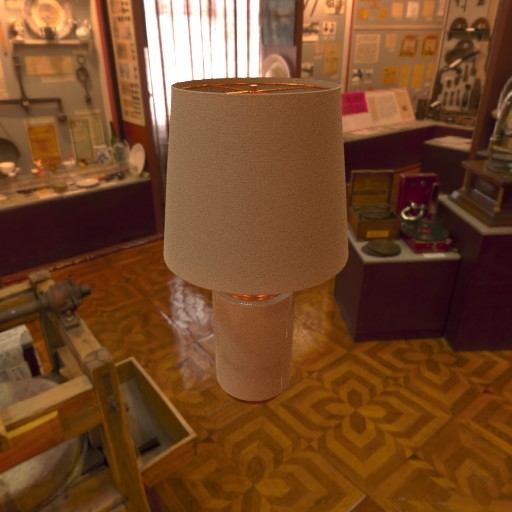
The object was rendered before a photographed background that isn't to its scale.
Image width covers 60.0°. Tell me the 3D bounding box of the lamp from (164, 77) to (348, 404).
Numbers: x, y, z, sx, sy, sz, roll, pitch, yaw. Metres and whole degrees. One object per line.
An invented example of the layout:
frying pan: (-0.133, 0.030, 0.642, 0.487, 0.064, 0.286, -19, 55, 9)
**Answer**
lamp: (0.000, 0.000, 0.468, 0.189, 0.340, 0.189, 0, 26, 0)
